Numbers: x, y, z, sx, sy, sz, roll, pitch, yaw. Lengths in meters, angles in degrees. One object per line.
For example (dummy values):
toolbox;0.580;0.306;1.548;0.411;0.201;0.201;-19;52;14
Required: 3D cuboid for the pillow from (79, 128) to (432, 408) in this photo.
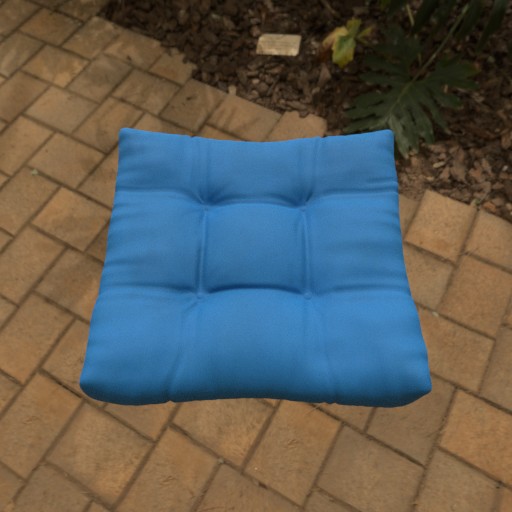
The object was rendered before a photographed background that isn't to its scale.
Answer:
pillow;0.000;0.000;0.722;0.490;0.128;0.468;0;64;0
